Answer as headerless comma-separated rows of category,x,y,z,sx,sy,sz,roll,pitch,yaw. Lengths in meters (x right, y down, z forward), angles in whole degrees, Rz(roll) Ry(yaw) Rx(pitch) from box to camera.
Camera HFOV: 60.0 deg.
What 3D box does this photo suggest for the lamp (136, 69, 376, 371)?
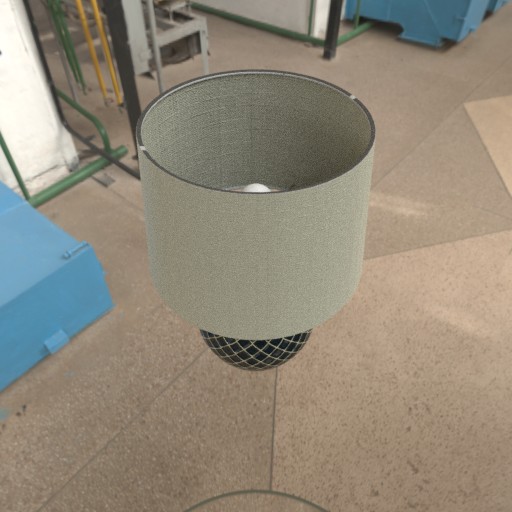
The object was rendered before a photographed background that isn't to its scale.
lamp,0.000,0.000,0.804,0.376,0.540,0.376,0,46,0
